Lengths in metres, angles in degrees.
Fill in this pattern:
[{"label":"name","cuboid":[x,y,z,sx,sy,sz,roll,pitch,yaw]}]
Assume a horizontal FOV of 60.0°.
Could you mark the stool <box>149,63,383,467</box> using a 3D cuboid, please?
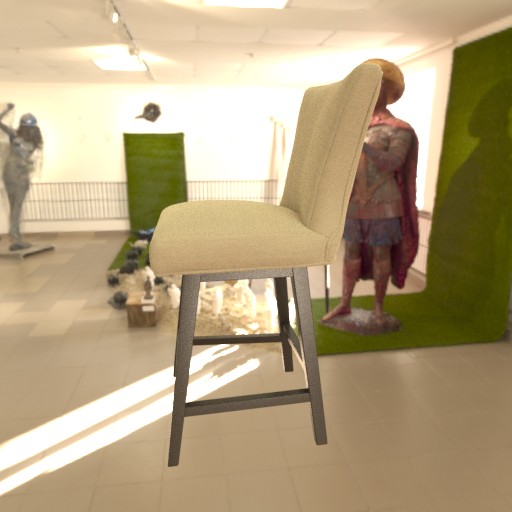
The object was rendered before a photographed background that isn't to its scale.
[{"label":"stool","cuboid":[0.000,0.000,1.313,0.574,1.000,0.514,-2,14,-8]}]
